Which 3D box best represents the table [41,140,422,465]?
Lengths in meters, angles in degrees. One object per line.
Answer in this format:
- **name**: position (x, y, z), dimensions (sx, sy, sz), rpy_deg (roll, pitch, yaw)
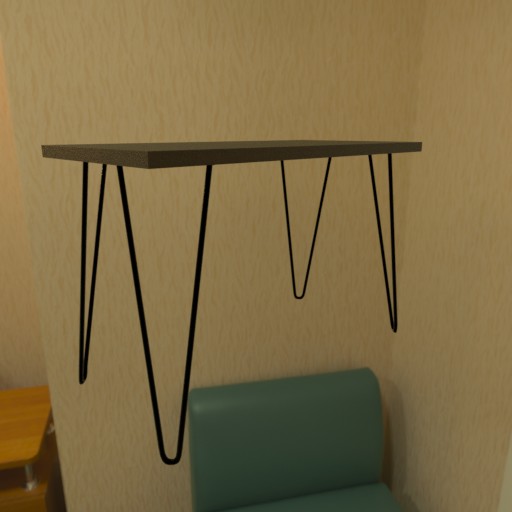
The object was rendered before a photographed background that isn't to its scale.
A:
- **table**: position (0.000, 0.000, 1.340), dimensions (0.991, 0.660, 0.499), rpy_deg (-15, 21, -42)
